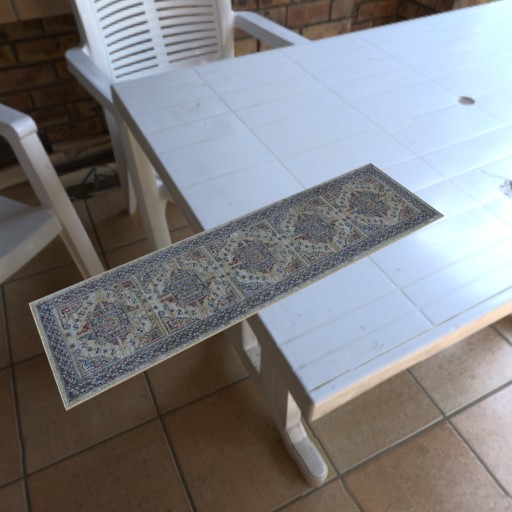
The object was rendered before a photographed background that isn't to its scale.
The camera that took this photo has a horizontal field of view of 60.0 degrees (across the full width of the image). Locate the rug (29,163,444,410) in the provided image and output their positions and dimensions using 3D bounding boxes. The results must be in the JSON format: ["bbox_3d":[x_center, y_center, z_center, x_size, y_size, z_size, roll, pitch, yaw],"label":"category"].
[{"bbox_3d":[0.000,0.000,2.467,2.297,0.013,0.661,-25,51,-22],"label":"rug"}]
